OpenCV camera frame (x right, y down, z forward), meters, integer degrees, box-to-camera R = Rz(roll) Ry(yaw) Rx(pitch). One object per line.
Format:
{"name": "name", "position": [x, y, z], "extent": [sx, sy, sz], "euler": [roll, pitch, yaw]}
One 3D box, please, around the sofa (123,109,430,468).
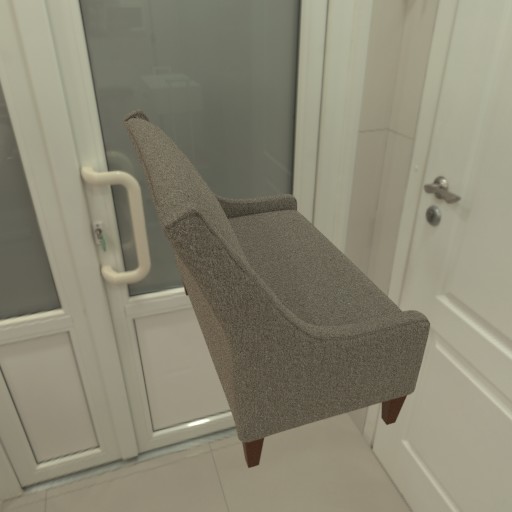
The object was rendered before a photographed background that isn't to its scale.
{"name": "sofa", "position": [0.000, 0.000, 1.868], "extent": [0.862, 1.026, 1.242], "euler": [-10, 31, -16]}
